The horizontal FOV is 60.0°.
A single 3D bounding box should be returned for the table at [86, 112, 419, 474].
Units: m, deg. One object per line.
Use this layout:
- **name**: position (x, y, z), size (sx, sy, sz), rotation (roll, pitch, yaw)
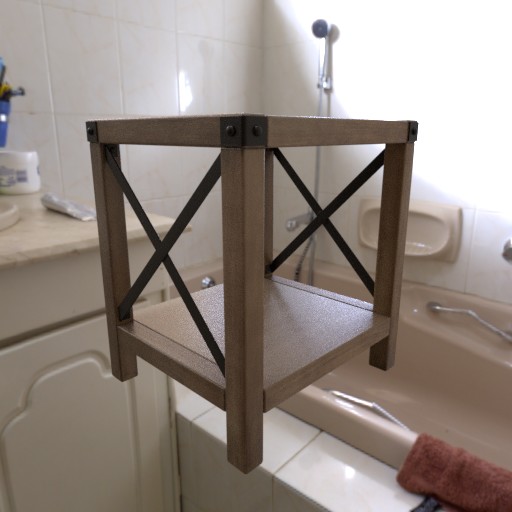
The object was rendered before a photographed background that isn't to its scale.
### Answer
- **table**: position (0.000, 0.000, 0.954), size (0.459, 0.561, 0.510), rotation (15, 21, 43)
